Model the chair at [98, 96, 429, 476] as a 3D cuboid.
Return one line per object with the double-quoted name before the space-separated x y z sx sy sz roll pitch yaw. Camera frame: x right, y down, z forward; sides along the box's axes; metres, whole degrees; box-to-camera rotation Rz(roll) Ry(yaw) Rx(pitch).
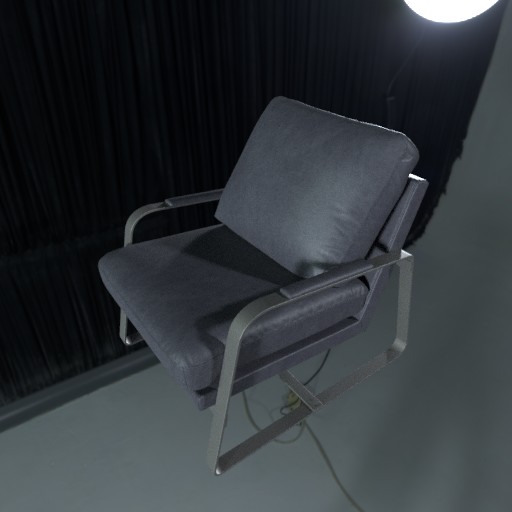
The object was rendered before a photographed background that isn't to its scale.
"chair" 0.000 0.000 1.453 0.878 0.839 0.692 -21 38 -30
